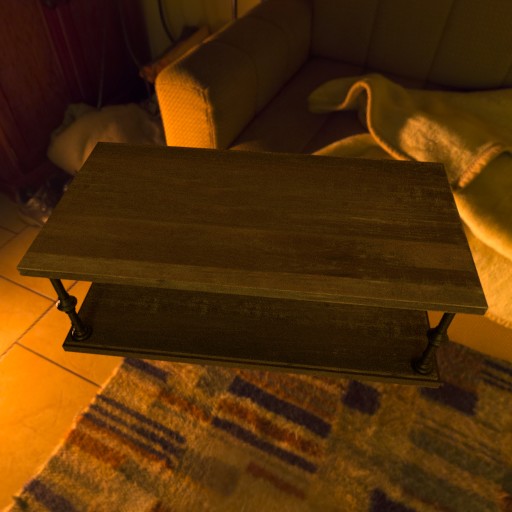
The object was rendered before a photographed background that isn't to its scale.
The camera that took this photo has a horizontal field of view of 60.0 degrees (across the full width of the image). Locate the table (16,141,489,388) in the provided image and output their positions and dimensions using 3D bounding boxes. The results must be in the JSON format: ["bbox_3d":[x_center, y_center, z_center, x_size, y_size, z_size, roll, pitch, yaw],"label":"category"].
[{"bbox_3d":[0.000,0.000,1.338,1.088,0.373,0.554,5,47,4],"label":"table"}]
